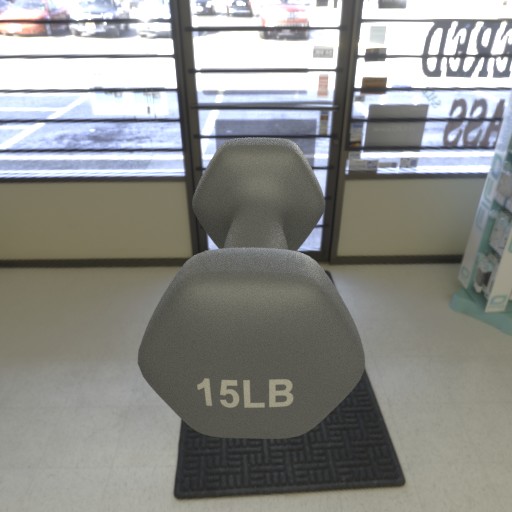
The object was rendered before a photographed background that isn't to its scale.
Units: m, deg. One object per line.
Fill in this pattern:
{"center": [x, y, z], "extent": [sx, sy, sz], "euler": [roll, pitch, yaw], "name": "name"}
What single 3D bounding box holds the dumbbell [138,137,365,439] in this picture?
{"center": [0.000, 0.000, 0.308], "extent": [0.116, 0.105, 0.240], "euler": [1, 31, 2], "name": "dumbbell"}
